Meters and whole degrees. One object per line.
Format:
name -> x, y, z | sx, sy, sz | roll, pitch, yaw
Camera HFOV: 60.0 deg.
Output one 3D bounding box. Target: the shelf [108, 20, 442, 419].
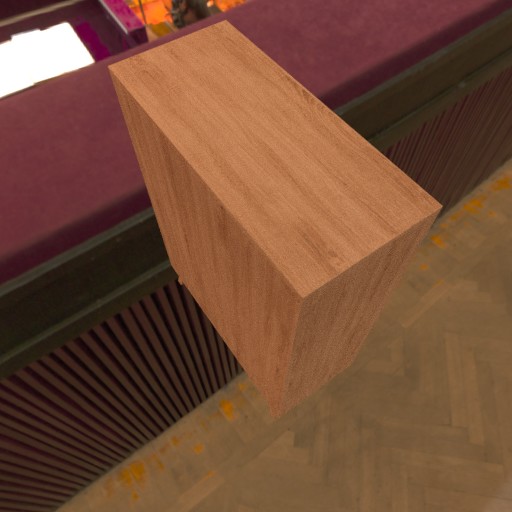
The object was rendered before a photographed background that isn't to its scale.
shelf -> 0.000, 0.000, 1.852 | 0.450, 1.390, 1.000 | -31, 63, -18
